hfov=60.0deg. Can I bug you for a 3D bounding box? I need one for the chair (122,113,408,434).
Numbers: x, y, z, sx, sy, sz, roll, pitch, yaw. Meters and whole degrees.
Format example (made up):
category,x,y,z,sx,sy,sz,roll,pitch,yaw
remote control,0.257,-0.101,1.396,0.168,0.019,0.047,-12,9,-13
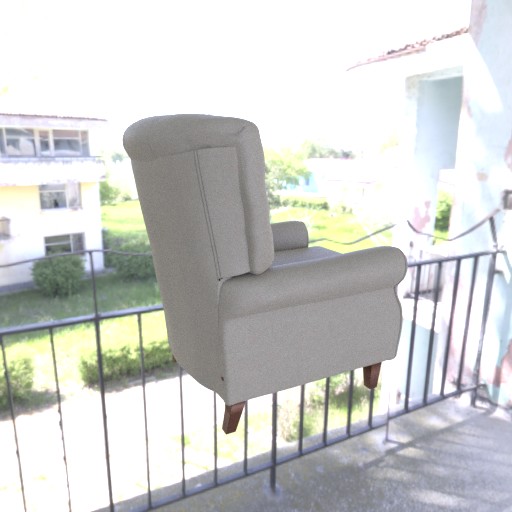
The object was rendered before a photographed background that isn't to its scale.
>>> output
category,x,y,z,sx,sy,sz,roll,pitch,yaw
chair,0.000,0.000,1.947,1.059,1.158,0.943,-7,16,-26
